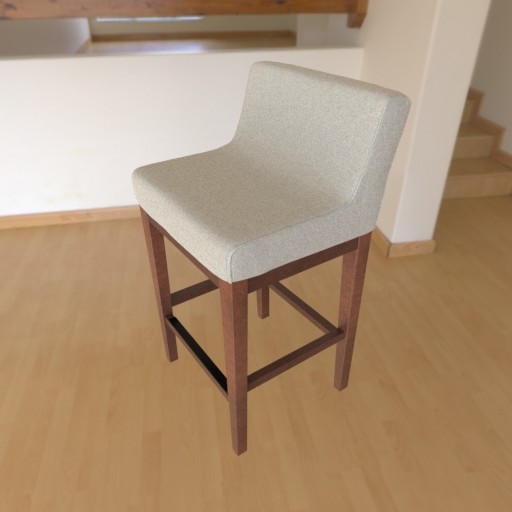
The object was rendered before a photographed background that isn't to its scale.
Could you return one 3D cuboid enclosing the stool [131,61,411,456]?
[{"bbox_3d":[0.000,0.000,1.256,0.500,0.937,0.511,-21,39,-29],"label":"stool"}]
